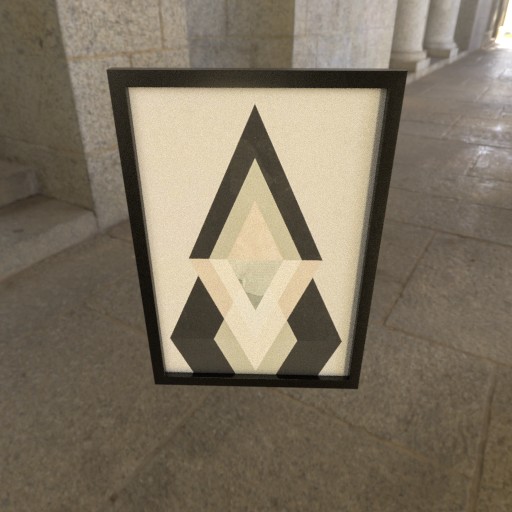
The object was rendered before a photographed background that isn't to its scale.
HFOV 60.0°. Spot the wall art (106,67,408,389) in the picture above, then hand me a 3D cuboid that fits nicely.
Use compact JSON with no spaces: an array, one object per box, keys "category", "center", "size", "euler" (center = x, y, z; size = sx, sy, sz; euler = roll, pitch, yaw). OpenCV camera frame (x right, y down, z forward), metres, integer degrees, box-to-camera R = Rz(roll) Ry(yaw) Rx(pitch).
[{"category":"wall art","center":[0.000,0.000,0.581],"size":[0.314,0.455,0.019],"euler":[1,29,2]}]
